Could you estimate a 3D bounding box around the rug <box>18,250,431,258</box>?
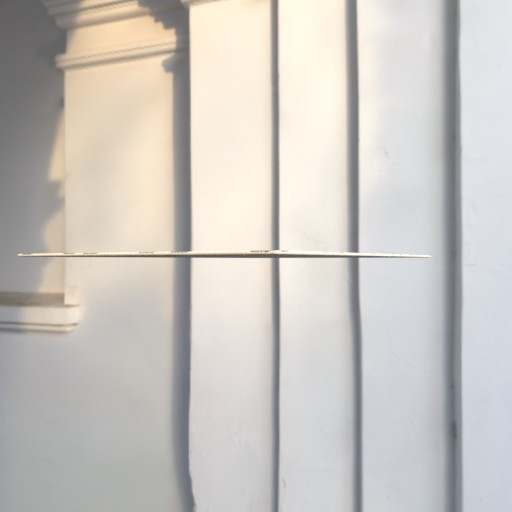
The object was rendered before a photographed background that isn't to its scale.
[{"bbox_3d":[0.000,0.000,3.788,2.211,0.021,2.910,0,-1,34],"label":"rug"}]
